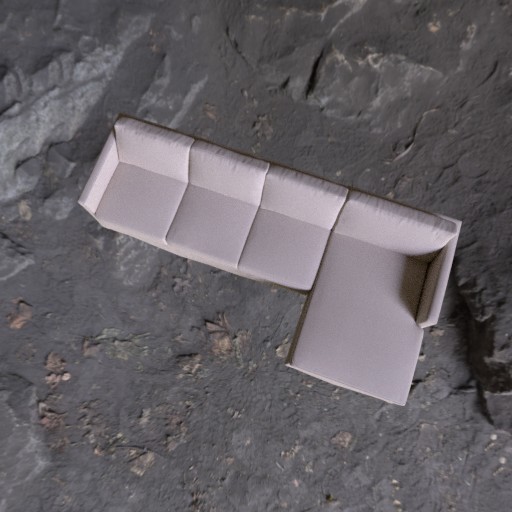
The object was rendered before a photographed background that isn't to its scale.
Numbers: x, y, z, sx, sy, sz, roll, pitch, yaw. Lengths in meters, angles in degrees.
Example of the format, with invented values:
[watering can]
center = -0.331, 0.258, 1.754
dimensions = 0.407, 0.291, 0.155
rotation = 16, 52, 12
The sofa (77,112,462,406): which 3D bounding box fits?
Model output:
[sofa]
center = 0.000, 0.000, 3.933
dimensions = 3.206, 0.871, 1.622
rotation = 19, 76, 5
